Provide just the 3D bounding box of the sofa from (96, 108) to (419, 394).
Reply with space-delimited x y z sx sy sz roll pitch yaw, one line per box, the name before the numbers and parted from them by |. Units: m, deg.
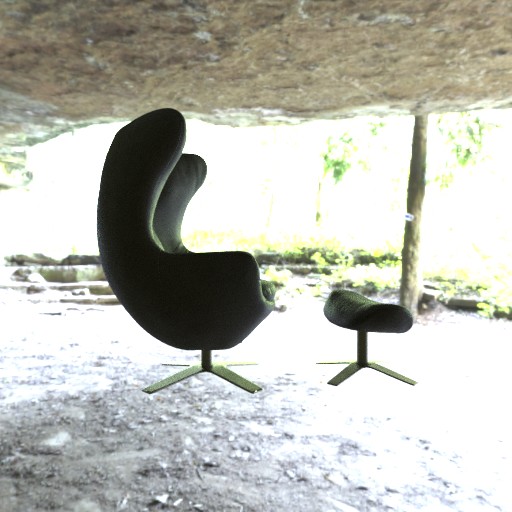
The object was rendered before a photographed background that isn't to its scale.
sofa | 0.000 0.000 2.095 1.444 1.135 0.894 0 1 -1
